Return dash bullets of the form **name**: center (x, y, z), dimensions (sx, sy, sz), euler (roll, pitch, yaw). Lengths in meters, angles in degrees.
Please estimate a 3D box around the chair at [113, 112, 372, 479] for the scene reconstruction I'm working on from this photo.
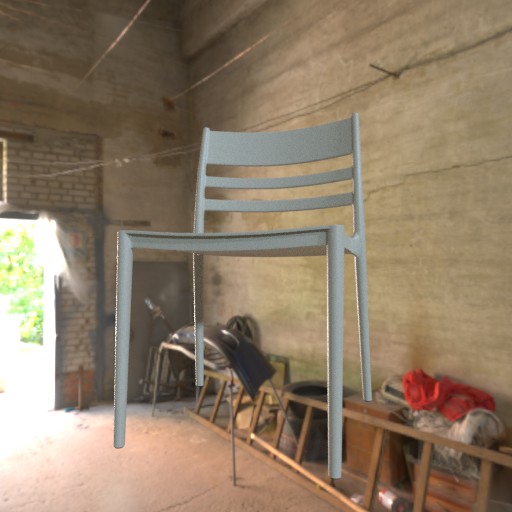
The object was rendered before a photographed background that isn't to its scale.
- **chair**: center (0.000, 0.000, 1.097), dimensions (0.531, 0.800, 0.511), euler (0, -1, 17)
